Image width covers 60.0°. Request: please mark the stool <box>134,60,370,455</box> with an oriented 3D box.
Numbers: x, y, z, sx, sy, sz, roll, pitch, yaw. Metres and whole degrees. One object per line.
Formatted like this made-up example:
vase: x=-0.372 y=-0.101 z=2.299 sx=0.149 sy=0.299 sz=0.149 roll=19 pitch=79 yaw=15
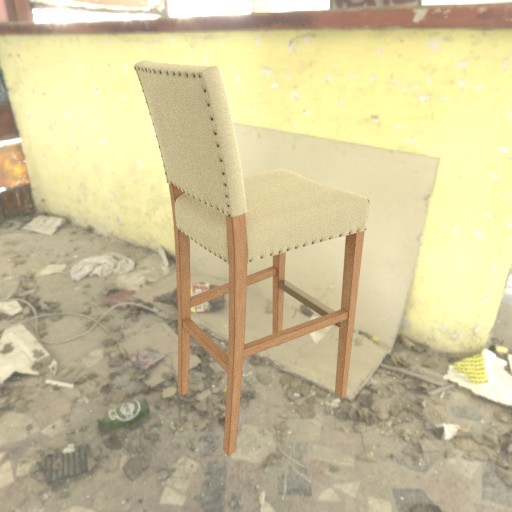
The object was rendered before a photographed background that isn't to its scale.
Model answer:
stool: x=0.000 y=0.000 z=1.415 sx=0.546 sy=1.143 sz=0.428 roll=-17 pitch=31 yaw=-32
